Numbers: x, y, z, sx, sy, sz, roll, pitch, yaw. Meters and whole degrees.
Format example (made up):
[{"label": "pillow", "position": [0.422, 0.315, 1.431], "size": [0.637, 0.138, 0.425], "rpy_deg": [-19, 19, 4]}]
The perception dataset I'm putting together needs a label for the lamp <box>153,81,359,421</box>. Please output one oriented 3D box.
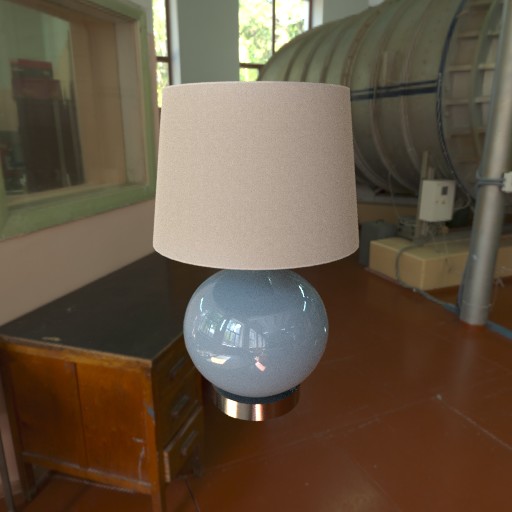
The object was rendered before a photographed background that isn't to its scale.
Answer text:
[{"label": "lamp", "position": [0.000, 0.000, 0.549], "size": [0.247, 0.387, 0.247], "rpy_deg": [0, 16, 0]}]
